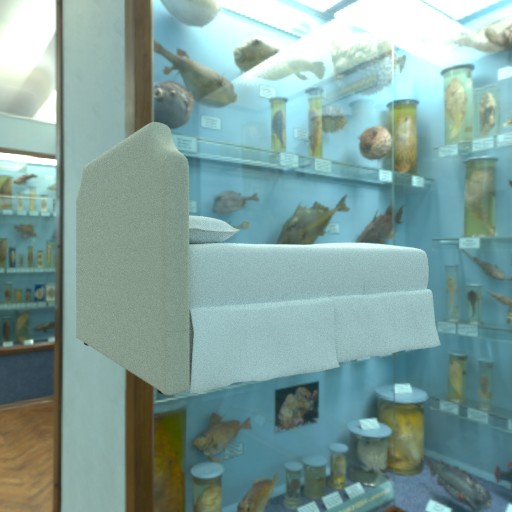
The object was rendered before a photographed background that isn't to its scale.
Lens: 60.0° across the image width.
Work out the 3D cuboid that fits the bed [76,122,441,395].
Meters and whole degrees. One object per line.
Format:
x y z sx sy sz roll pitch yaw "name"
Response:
0.000 0.000 3.214 2.116 1.290 1.693 0 0 -35 "bed"
